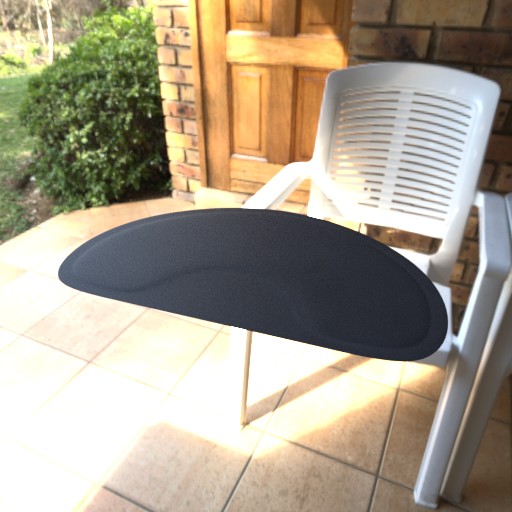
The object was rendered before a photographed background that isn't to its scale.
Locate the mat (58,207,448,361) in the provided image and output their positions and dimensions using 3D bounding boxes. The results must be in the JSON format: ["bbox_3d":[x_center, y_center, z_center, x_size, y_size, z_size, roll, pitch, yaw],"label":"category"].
[{"bbox_3d":[0.000,0.000,1.884,1.524,0.013,0.913,10,33,16],"label":"mat"}]
